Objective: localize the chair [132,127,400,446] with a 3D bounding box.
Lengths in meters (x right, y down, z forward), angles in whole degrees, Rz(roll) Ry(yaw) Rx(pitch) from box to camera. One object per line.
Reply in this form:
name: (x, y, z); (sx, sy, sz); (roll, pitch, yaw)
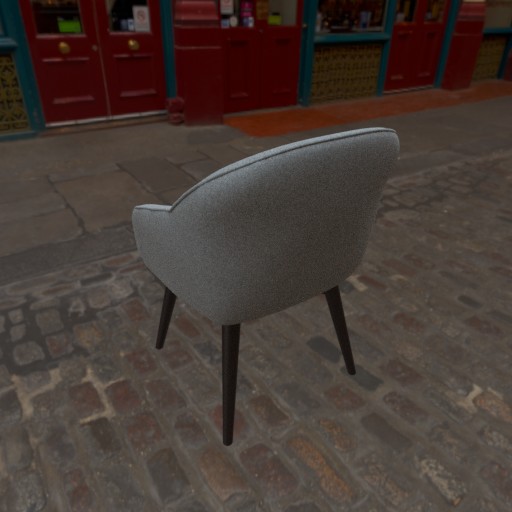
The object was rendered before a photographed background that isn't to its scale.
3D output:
chair: (0.000, 0.000, 1.251); (0.589, 0.810, 0.611); (-19, 35, -29)
